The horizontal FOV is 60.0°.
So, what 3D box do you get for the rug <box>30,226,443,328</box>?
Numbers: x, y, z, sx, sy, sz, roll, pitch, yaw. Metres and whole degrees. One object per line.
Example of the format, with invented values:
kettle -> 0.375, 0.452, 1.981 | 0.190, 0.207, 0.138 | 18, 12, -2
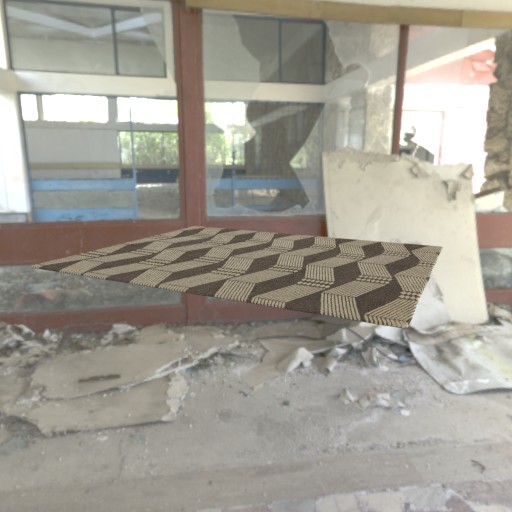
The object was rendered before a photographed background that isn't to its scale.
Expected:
rug -> 0.000, 0.000, 4.117 | 3.048, 0.016, 2.438 | 6, 14, 26
